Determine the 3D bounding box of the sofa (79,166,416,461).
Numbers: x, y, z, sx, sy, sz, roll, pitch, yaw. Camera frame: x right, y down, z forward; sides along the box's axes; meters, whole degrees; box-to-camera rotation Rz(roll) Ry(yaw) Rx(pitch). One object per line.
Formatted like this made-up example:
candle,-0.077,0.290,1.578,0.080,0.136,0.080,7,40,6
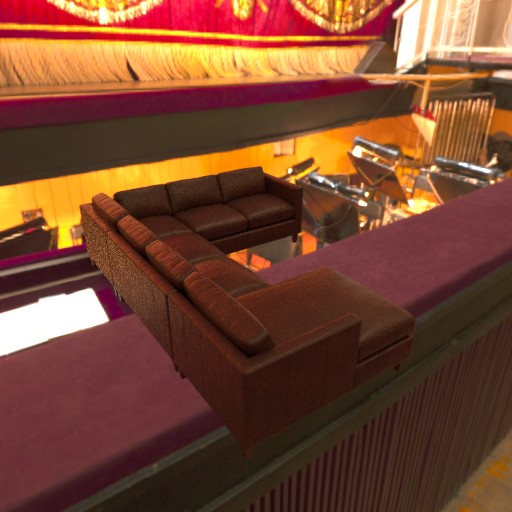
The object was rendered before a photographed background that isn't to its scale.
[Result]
sofa,0.000,0.000,4.396,2.452,0.891,3.324,-17,31,-31
